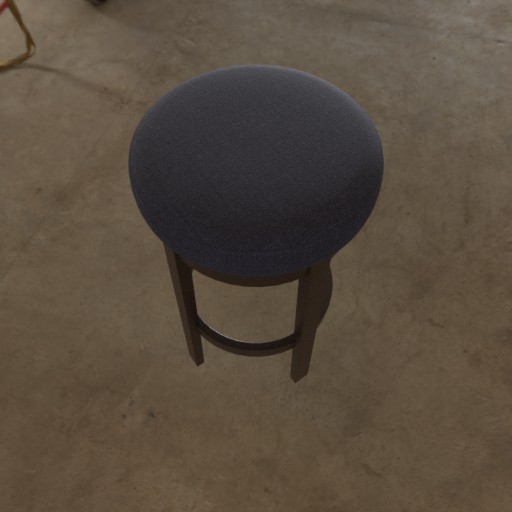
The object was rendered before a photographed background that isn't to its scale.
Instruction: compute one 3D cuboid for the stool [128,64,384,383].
[{"bbox_3d":[0.000,0.000,1.034,0.446,0.758,0.446,0,59,0],"label":"stool"}]
